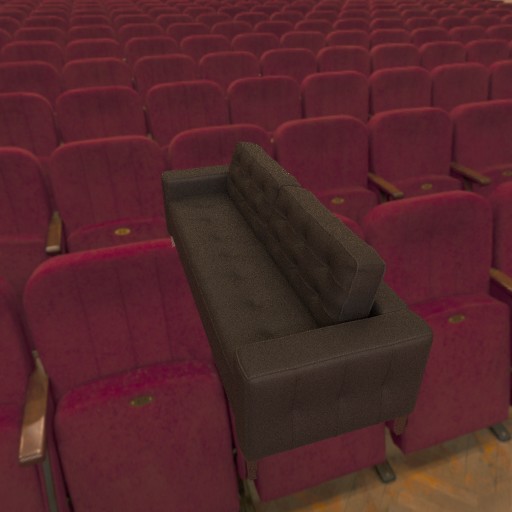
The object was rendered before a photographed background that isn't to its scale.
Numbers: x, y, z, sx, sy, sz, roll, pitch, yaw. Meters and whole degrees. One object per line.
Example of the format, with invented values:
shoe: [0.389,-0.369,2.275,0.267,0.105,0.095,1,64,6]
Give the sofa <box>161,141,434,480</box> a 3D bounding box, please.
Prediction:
sofa: [0.000,0.000,2.700,0.833,0.893,2.275,-10,32,-15]
